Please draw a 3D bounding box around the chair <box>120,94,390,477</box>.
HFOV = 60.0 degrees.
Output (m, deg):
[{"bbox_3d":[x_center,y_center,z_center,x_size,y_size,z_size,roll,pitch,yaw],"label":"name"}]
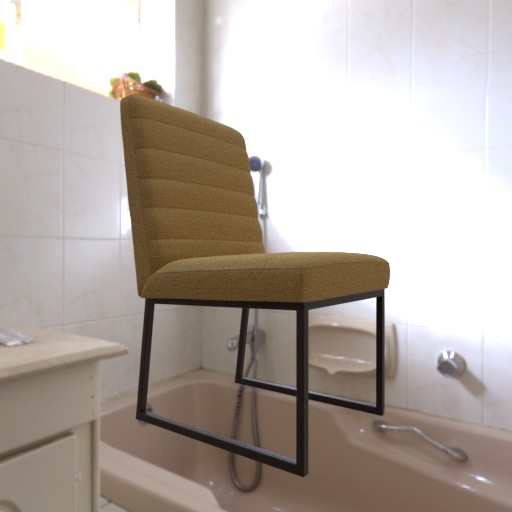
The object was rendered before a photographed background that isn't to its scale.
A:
[{"bbox_3d":[0.000,0.000,1.294,0.634,0.930,0.520,0,0,37],"label":"chair"}]
